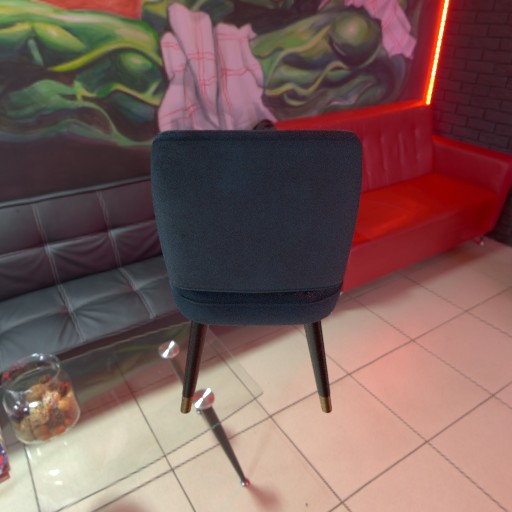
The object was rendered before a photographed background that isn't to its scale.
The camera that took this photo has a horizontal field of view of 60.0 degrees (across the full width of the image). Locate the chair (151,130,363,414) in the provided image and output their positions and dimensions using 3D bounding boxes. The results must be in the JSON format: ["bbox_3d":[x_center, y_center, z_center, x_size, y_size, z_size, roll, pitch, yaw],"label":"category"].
[{"bbox_3d":[0.000,0.000,1.594,0.683,1.081,0.794,0,30,0],"label":"chair"}]
